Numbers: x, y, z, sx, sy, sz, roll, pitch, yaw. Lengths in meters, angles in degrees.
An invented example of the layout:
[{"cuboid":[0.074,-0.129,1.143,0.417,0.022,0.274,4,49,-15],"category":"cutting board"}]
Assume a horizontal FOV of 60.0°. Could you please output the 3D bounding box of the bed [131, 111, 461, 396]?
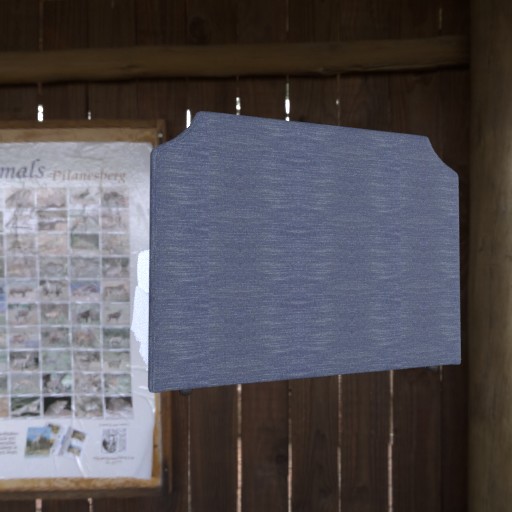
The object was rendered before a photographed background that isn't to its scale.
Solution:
[{"cuboid":[0.000,0.000,3.177,1.693,1.290,2.116,0,-1,-19],"category":"bed"}]
